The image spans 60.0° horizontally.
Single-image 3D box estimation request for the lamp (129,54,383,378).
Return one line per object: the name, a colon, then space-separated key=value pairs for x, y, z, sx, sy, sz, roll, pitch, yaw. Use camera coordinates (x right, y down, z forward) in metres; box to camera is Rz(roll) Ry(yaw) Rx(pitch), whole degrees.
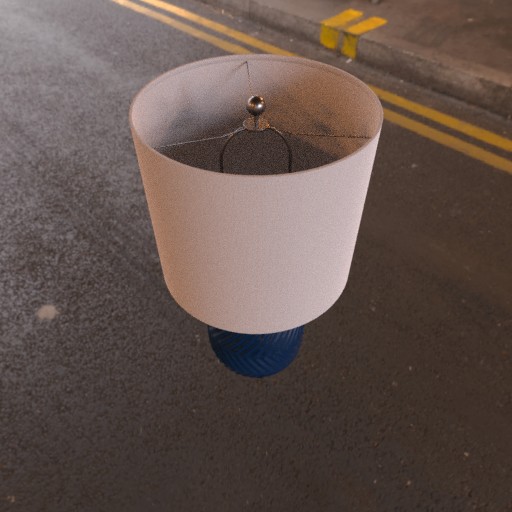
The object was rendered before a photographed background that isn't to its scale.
lamp: x=0.000 y=0.000 z=0.488 sx=0.203 sy=0.368 sz=0.203 roll=-4 pitch=46 yaw=-4
